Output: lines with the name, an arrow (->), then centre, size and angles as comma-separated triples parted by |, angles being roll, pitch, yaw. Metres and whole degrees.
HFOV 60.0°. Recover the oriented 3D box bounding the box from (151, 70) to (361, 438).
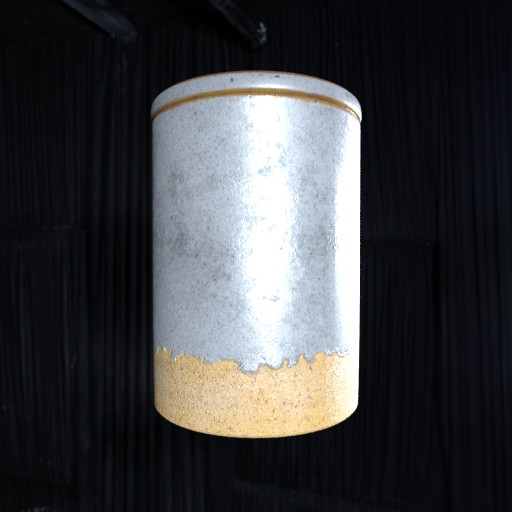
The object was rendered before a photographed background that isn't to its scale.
box -> 0.000, 0.000, 0.255 | 0.118, 0.168, 0.118 | 0, 0, 0
